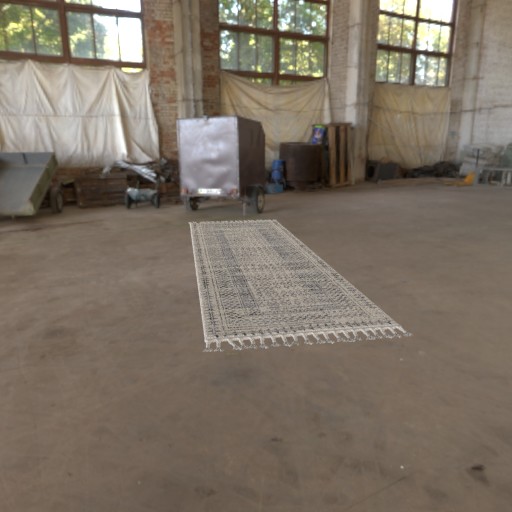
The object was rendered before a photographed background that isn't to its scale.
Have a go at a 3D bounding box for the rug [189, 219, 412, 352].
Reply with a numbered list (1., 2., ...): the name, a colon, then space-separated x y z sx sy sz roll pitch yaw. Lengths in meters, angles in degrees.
1. rug: 0.000 0.000 2.763 0.786 0.013 2.480 -2 15 -9
